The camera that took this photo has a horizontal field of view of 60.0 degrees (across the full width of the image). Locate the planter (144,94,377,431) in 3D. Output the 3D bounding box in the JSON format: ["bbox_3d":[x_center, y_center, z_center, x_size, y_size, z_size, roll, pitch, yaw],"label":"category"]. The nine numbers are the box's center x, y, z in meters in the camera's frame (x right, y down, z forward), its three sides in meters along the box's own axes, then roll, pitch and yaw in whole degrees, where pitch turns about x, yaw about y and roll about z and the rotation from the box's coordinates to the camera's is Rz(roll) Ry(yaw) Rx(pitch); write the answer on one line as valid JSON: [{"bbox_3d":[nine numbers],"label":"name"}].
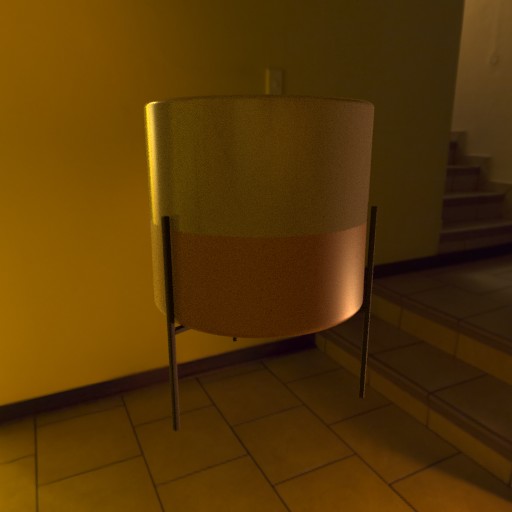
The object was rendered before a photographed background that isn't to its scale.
[{"bbox_3d":[0.000,0.000,0.738,0.348,0.480,0.360,14,20,42],"label":"planter"}]
